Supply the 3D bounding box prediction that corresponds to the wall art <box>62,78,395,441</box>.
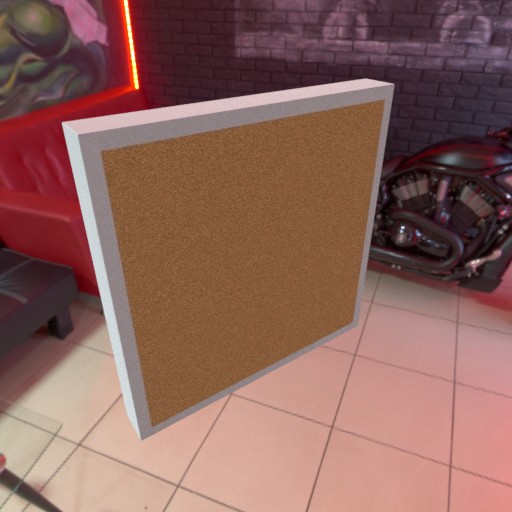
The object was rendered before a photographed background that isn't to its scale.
[{"bbox_3d":[0.000,0.000,0.449,0.305,0.305,0.038,-20,36,-30],"label":"wall art"}]
